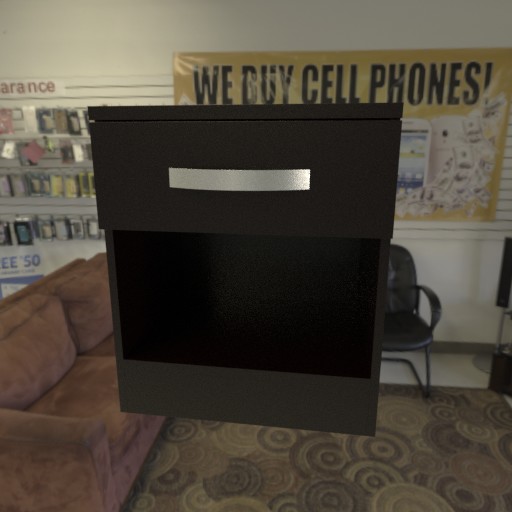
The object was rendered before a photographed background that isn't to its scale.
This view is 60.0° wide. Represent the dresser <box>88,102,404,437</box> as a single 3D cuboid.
[{"bbox_3d":[0.000,0.000,0.758,0.400,0.470,0.360,2,15,9],"label":"dresser"}]
